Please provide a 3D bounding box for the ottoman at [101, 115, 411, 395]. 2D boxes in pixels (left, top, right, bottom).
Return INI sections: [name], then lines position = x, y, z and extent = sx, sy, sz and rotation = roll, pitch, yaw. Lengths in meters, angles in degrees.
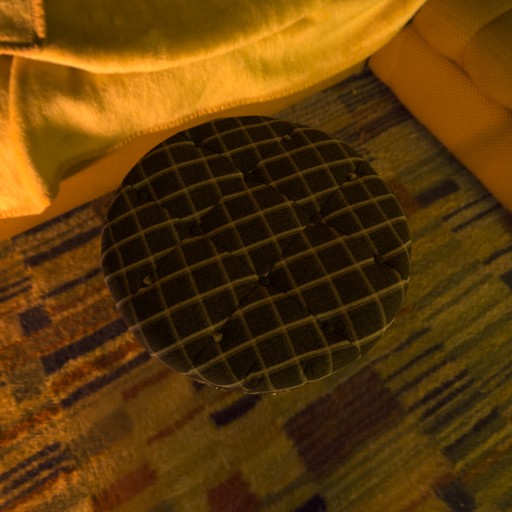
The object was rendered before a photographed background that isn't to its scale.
[ottoman]
position = 0.000, 0.000, 1.423
extent = 0.901, 0.439, 0.901
rotation = 0, 63, 0
